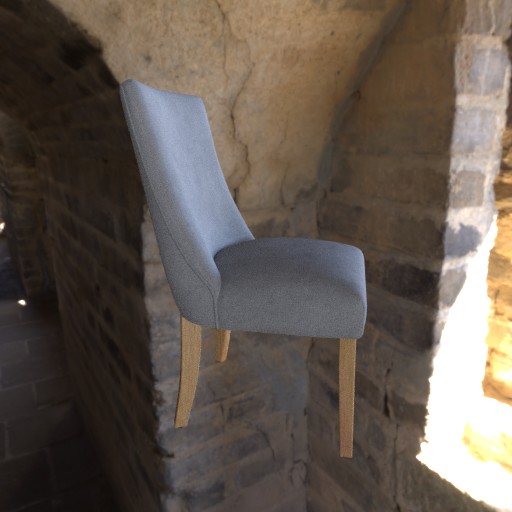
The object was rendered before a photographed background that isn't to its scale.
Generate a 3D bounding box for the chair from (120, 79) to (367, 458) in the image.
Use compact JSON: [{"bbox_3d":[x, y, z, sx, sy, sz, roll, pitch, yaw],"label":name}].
[{"bbox_3d":[0.000,0.000,1.256,0.610,0.902,0.495,3,15,12],"label":"chair"}]
